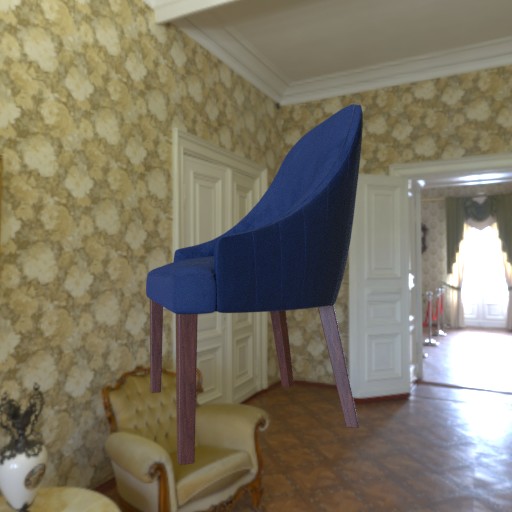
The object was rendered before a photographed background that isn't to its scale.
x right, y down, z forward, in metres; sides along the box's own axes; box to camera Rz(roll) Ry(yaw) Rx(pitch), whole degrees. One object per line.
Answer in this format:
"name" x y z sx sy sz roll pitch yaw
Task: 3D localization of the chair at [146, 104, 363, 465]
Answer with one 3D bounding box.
"chair" 0.000 0.000 1.299 0.575 0.889 0.643 1 -2 -19
